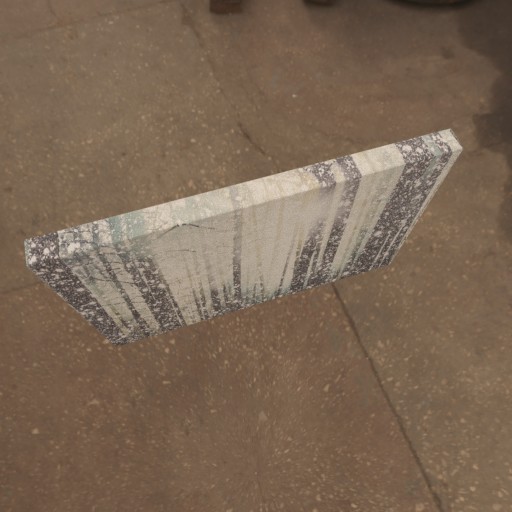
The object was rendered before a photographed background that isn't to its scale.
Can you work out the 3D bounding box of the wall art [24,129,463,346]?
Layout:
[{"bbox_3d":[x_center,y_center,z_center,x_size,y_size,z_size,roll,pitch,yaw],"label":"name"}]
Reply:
[{"bbox_3d":[0.000,0.000,0.783,0.618,0.398,0.042,-16,65,-8],"label":"wall art"}]
